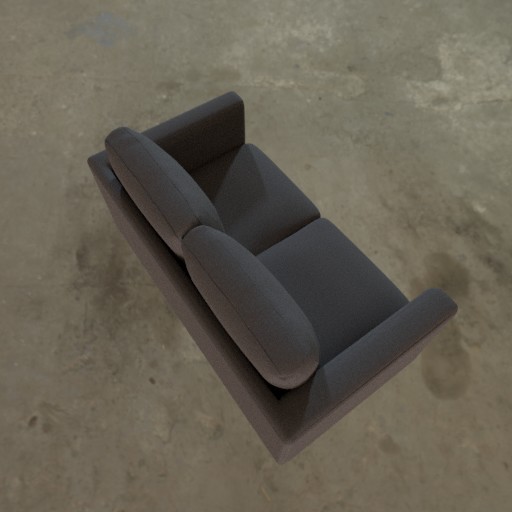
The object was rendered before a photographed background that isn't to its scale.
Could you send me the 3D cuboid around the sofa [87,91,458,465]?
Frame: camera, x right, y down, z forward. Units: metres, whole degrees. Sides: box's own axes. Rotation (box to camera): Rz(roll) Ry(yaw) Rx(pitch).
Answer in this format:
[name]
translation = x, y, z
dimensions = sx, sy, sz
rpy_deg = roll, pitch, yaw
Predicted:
[sofa]
translation = 0.000, 0.000, 1.929
dimensions = 0.796, 0.908, 1.430
rpy_deg = -32, 64, -18
